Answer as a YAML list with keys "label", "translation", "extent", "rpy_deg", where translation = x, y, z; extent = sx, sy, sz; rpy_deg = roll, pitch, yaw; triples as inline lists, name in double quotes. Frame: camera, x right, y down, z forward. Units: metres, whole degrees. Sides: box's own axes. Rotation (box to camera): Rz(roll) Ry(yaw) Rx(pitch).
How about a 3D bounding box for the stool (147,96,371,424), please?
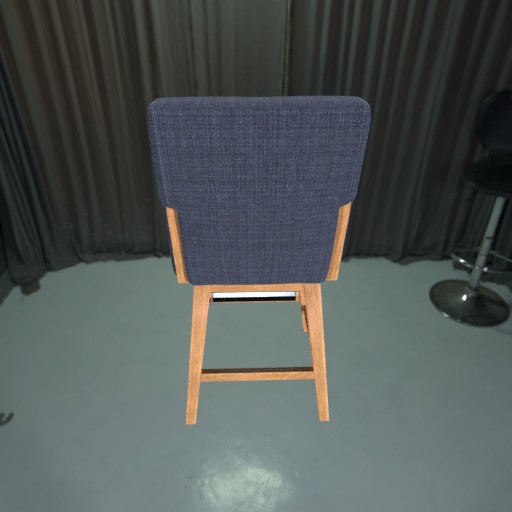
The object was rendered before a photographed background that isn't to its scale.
- label: "stool"
  translation: [0.000, 0.000, 1.317]
  extent: [0.459, 1.010, 0.526]
  rpy_deg: [-1, 32, -1]
